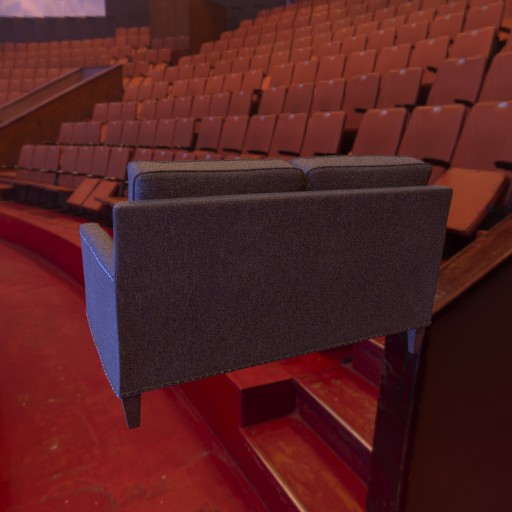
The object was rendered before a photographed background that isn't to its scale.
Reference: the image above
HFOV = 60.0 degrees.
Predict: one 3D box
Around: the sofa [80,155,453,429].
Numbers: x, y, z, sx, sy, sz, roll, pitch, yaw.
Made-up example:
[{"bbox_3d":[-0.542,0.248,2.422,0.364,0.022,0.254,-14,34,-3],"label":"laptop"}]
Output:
[{"bbox_3d":[0.000,0.000,2.246,1.597,1.003,1.084,-7,15,-25],"label":"sofa"}]
